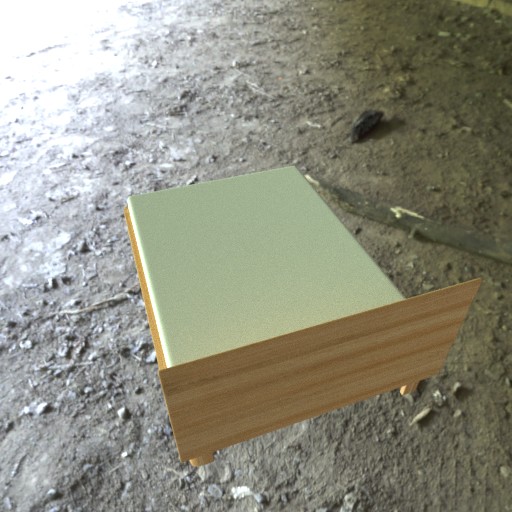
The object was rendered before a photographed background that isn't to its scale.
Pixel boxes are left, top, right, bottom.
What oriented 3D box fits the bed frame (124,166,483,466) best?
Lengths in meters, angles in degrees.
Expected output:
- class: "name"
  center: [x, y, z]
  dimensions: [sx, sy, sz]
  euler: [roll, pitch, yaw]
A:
- class: "bed frame"
  center: [0.000, 0.000, 2.829]
  dimensions: [1.472, 0.940, 1.992]
  euler: [-13, 43, -15]
